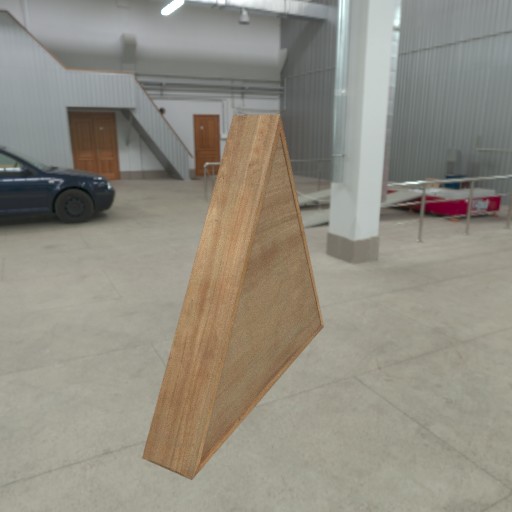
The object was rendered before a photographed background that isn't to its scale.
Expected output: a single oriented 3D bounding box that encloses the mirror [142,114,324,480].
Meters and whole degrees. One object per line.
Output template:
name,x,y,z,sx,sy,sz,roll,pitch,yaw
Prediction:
mirror,0.000,0.000,0.902,0.100,0.548,0.631,8,17,26
